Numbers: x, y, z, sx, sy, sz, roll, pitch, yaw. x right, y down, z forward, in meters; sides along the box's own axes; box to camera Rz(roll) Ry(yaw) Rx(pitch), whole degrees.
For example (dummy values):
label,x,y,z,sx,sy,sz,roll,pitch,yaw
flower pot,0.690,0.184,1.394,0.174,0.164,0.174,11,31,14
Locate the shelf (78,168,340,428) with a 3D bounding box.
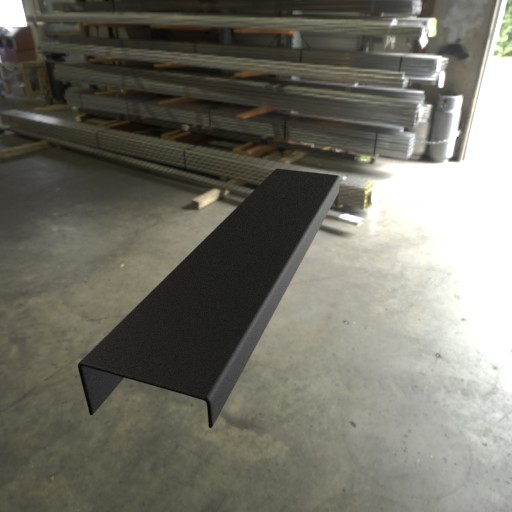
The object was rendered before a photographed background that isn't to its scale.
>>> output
label,x,y,z,sx,sy,sz,roll,pitch,yaw
shelf,0.000,0.000,0.490,0.102,0.053,0.456,10,30,17
